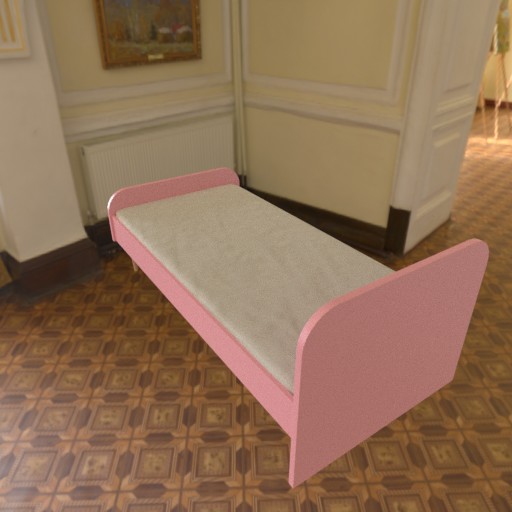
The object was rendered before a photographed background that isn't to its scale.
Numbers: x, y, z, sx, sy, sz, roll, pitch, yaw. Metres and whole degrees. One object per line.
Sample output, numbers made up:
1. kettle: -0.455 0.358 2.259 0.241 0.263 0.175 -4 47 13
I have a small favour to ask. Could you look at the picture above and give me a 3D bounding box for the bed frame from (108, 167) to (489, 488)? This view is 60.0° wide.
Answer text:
1. bed frame: 0.000 0.000 2.441 0.998 0.805 1.963 -19 34 -29
